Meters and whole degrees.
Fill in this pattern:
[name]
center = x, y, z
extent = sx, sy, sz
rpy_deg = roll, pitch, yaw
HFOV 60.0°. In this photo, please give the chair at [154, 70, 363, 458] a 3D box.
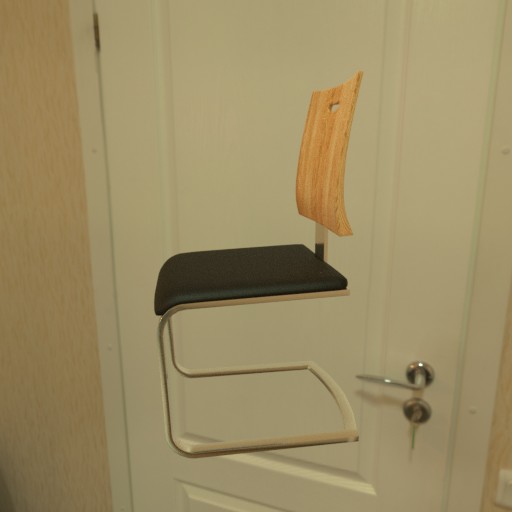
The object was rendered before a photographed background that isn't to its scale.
[chair]
center = 0.000, 0.000, 1.259
extent = 0.560, 0.936, 0.462
rpy_deg = -2, 14, -9
